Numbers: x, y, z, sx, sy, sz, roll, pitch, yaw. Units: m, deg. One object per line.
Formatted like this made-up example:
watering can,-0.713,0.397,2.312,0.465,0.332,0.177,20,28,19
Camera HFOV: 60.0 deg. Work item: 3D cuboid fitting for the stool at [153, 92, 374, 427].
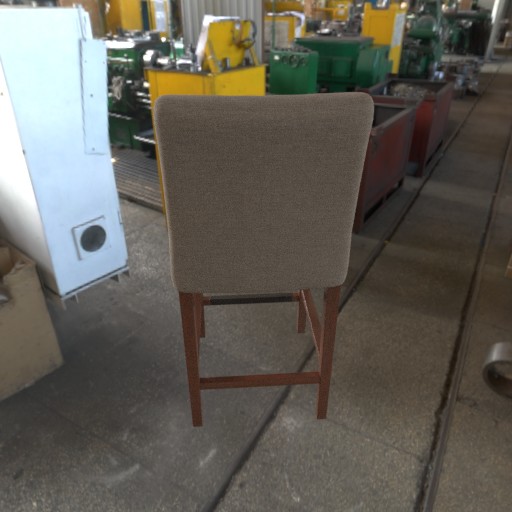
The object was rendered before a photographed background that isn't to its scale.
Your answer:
stool,0.000,0.000,1.282,0.470,0.981,0.577,-2,30,-4
